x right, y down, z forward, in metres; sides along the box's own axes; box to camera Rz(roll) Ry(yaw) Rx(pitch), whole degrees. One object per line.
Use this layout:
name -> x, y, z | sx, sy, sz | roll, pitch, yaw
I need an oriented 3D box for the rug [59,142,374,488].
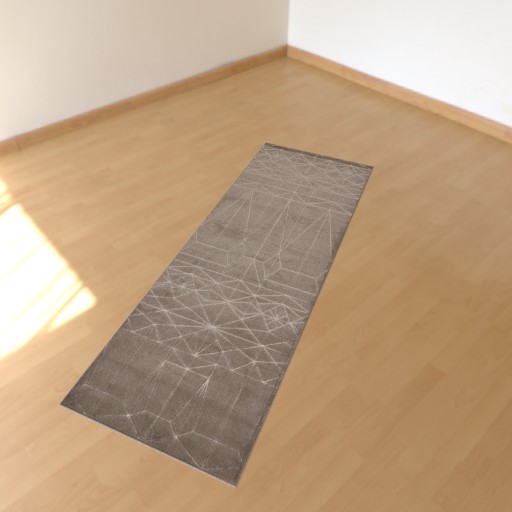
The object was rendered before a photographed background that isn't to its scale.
rug -> 0.000, 0.000, 2.603 | 0.864, 0.012, 2.388 | 17, 47, 16
